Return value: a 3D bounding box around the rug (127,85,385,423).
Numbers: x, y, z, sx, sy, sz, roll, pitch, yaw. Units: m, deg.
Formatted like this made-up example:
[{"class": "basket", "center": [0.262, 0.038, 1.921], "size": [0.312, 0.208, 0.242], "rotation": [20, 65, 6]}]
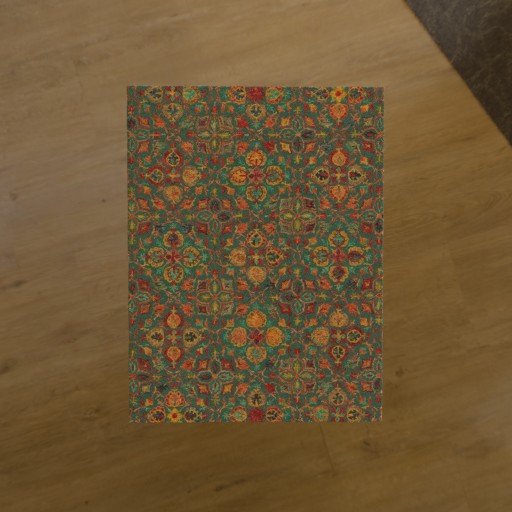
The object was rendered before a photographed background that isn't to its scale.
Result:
[{"class": "rug", "center": [0.000, 0.000, 4.222], "size": [2.434, 0.025, 3.204], "rotation": [0, 92, -1]}]
